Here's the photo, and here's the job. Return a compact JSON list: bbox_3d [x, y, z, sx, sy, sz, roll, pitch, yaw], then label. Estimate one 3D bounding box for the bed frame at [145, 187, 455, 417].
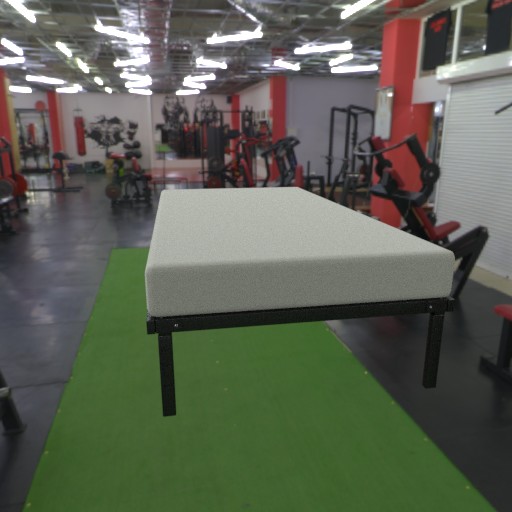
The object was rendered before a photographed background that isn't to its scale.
[{"bbox_3d":[0.000,0.000,3.184,1.393,0.680,2.635,-3,15,-10],"label":"bed frame"}]
